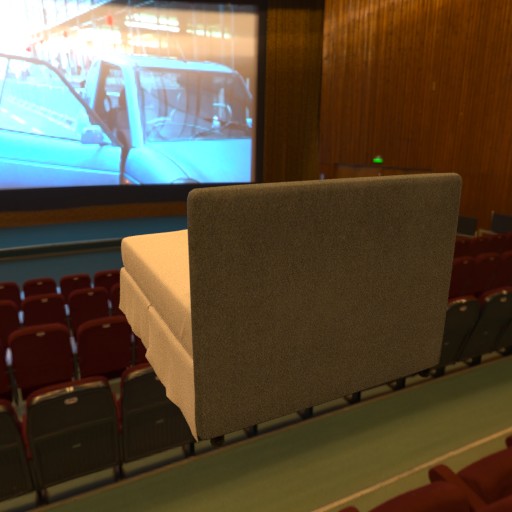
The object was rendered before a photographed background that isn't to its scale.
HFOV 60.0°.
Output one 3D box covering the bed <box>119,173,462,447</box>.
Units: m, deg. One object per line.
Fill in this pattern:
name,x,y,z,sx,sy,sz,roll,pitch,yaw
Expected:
bed,0.000,0.000,3.283,1.713,1.330,2.142,-8,18,-26
